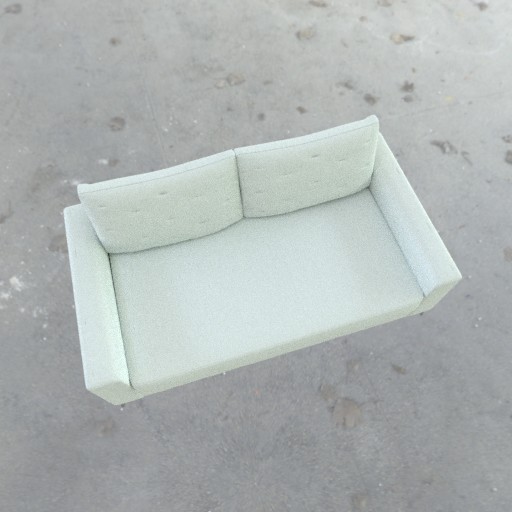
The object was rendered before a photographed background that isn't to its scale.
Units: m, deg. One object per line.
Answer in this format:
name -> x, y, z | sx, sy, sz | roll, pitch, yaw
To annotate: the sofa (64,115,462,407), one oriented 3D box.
sofa -> 0.000, 0.000, 2.112 | 1.650, 0.790, 0.920 | -15, 64, -8
